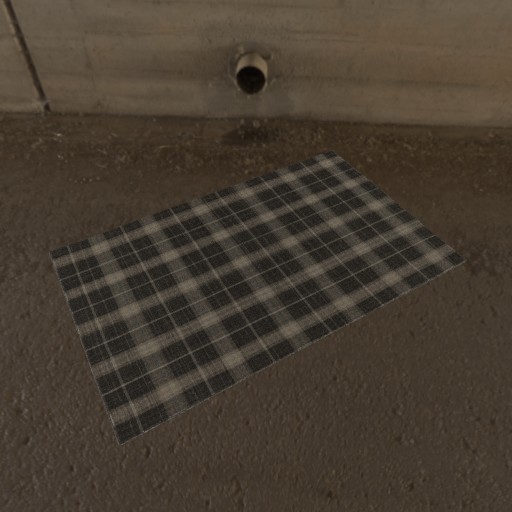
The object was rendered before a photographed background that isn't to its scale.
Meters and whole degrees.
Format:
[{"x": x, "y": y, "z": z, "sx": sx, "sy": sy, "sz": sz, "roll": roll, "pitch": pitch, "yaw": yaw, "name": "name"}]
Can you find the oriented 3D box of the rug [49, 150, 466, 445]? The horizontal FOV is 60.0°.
[{"x": 0.000, "y": 0.000, "z": 3.029, "sx": 2.434, "sy": 0.015, "sz": 1.520, "roll": -23, "pitch": 51, "yaw": -20, "name": "rug"}]
